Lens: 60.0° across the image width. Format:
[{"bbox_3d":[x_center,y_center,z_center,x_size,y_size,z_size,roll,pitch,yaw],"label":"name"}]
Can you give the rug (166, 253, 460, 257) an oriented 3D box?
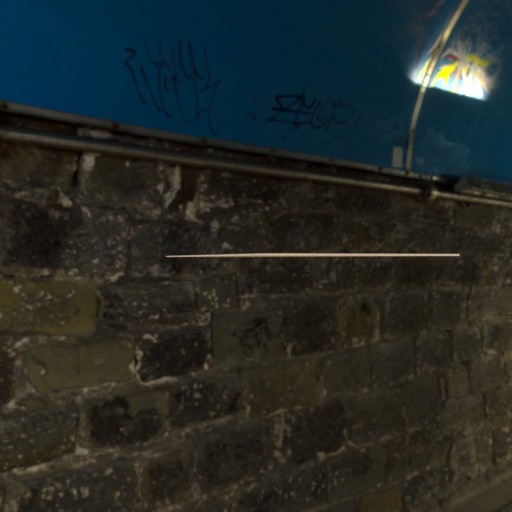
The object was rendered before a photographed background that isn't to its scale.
[{"bbox_3d":[0.000,0.000,2.666,0.762,0.008,2.439,0,0,-19],"label":"rug"}]
